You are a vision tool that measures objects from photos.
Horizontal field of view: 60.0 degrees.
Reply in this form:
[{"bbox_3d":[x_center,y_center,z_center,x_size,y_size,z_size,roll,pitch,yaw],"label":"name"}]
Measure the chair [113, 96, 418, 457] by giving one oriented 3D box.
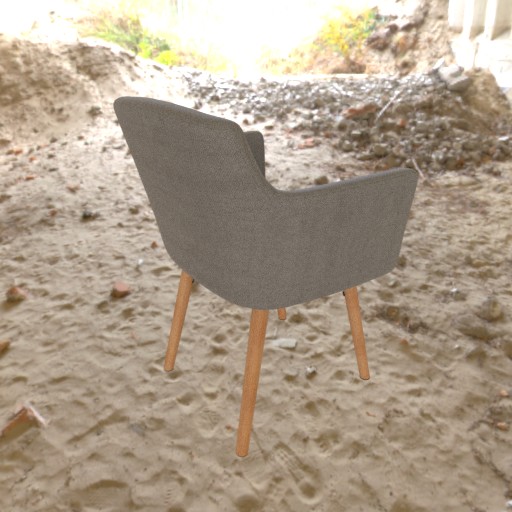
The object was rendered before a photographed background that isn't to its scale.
[{"bbox_3d":[0.000,0.000,1.118,0.540,0.780,0.570,-18,31,-33],"label":"chair"}]
